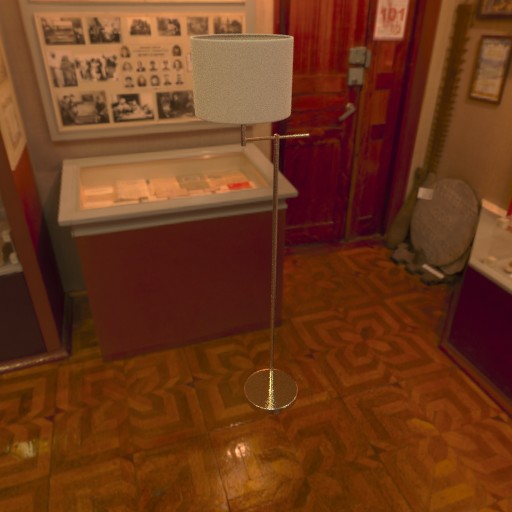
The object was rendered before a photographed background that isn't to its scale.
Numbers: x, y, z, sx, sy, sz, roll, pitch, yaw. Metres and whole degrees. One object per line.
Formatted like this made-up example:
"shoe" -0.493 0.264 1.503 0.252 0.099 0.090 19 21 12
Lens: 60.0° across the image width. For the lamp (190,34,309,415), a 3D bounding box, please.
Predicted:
"lamp" 0.000 0.000 1.800 0.416 1.600 0.324 -8 31 -14
